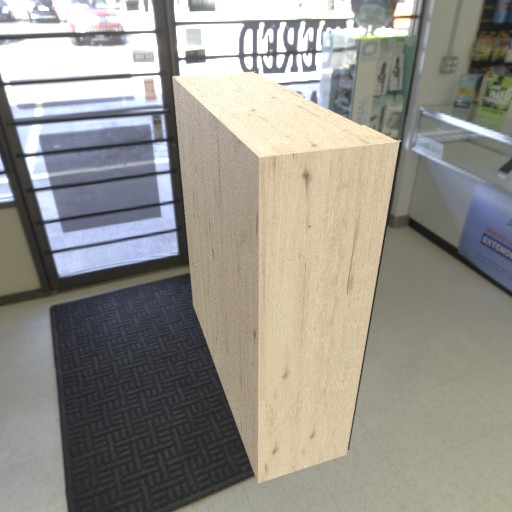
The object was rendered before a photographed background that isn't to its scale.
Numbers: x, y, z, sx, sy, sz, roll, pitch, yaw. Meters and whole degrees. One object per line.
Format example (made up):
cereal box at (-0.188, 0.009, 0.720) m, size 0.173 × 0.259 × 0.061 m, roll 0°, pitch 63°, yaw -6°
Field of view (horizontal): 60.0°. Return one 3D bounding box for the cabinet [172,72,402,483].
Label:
cabinet at (0.000, 0.000, 3.214) m, size 0.660 × 2.180 × 2.000 m, roll -10°, pitch 33°, yaw -16°
